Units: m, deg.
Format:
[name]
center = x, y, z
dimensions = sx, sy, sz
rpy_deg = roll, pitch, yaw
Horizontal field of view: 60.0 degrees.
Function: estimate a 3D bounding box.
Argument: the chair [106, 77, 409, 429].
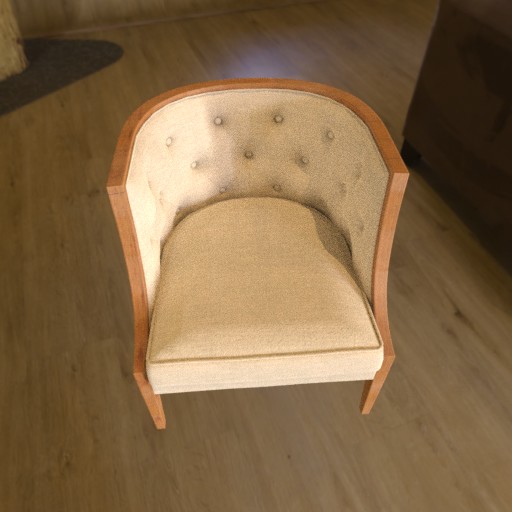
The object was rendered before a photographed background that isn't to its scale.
[chair]
center = 0.000, 0.000, 1.359
dimensions = 0.711, 0.775, 0.757
rpy_deg = -3, 47, -3
